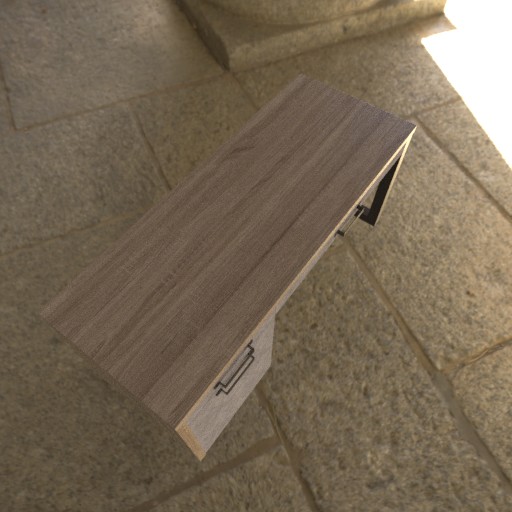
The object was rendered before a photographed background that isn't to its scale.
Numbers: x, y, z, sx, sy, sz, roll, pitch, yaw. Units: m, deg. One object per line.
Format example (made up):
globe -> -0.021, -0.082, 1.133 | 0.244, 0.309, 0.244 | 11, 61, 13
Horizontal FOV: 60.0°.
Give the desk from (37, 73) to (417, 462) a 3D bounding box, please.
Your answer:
desk -> 0.000, 0.000, 2.162 | 0.690, 0.760, 1.700 | 32, 63, 18
